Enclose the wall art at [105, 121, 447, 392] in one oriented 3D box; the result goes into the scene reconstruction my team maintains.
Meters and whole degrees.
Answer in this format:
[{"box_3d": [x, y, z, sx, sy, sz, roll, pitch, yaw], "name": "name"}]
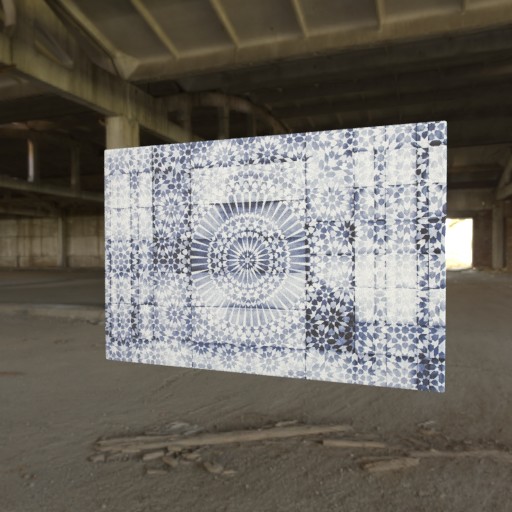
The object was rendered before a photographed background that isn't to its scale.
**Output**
[{"box_3d": [0.000, 0.000, 0.773, 0.608, 0.406, 0.030, 0, 1, 19], "name": "wall art"}]
